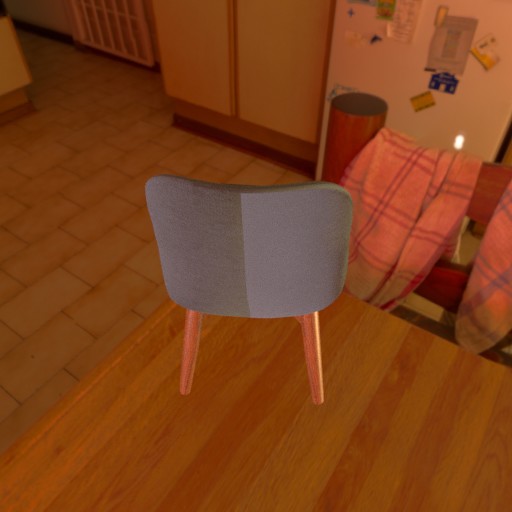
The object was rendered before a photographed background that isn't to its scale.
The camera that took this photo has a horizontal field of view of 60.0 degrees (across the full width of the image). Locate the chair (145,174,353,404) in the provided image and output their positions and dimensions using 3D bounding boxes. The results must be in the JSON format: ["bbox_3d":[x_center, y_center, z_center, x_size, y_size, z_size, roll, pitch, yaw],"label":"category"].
[{"bbox_3d":[0.000,0.000,1.229,0.503,0.882,0.589,3,45,3],"label":"chair"}]
